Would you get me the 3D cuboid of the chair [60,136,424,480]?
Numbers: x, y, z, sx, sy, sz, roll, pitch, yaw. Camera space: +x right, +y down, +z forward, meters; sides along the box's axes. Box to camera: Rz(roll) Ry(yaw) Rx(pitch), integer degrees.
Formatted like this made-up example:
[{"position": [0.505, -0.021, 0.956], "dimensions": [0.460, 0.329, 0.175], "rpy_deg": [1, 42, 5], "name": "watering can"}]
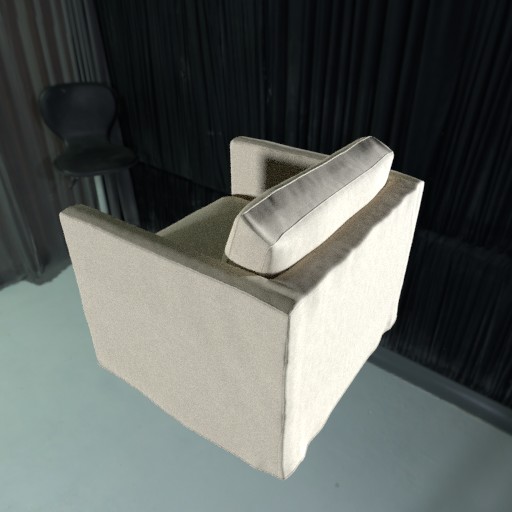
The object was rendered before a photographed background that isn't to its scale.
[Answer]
[{"position": [0.000, 0.000, 1.757], "dimensions": [0.949, 0.867, 1.057], "rpy_deg": [21, 38, 29], "name": "chair"}]
